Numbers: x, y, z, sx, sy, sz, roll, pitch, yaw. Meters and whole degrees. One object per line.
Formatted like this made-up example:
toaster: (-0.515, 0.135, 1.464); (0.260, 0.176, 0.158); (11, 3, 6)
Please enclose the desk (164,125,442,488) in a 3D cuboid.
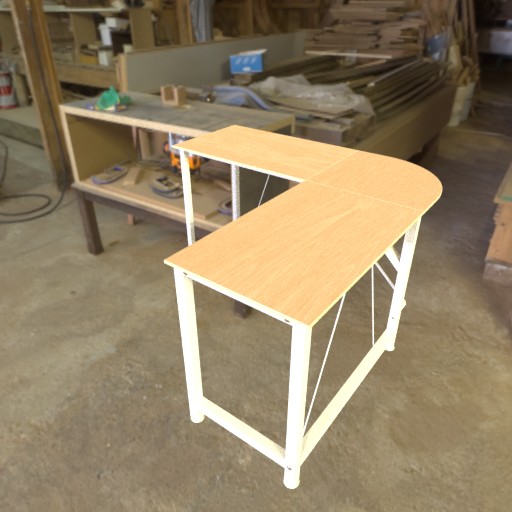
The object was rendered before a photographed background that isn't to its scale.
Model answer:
desk: (0.000, 0.000, 2.174); (1.400, 0.762, 1.400); (21, 37, 31)
